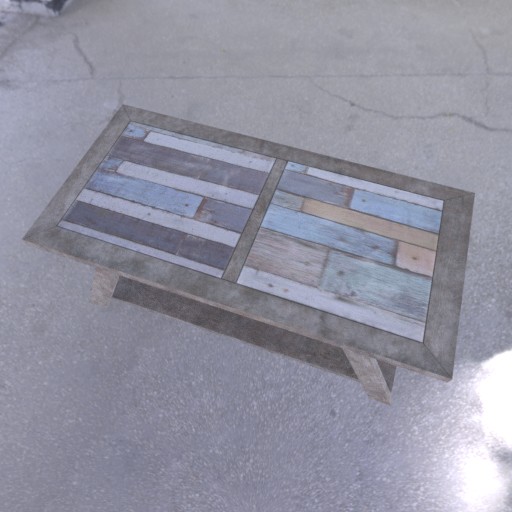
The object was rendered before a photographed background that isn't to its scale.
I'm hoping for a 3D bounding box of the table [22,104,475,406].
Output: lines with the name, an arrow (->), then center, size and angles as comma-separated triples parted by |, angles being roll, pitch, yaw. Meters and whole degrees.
table -> 0.000, 0.000, 1.524 | 1.219, 0.470, 0.610 | 17, 60, 10
